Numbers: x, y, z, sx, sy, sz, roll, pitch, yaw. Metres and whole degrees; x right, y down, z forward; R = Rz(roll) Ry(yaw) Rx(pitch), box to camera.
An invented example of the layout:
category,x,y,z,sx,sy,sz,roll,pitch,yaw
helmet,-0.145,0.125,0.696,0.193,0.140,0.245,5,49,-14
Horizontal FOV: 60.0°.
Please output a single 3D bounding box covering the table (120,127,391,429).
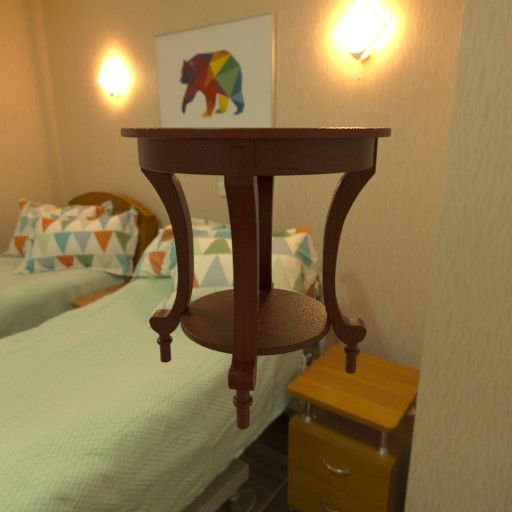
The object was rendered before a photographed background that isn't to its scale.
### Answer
category,x,y,z,sx,sy,sz,roll,pitch,yaw
table,0.000,0.000,1.102,0.597,0.612,0.597,0,16,0
